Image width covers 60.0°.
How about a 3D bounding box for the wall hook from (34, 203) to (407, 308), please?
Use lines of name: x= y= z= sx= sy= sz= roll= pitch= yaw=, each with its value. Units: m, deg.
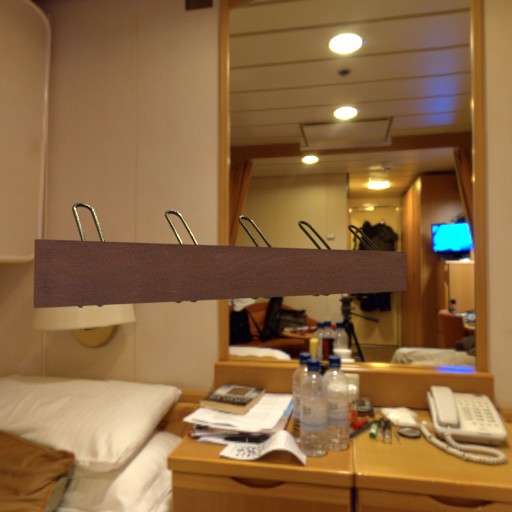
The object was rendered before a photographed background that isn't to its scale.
wall hook: x=0.000 y=0.000 z=0.603 sx=0.554 sy=0.116 sz=0.076 roll=1 pitch=-2 yaw=-35
